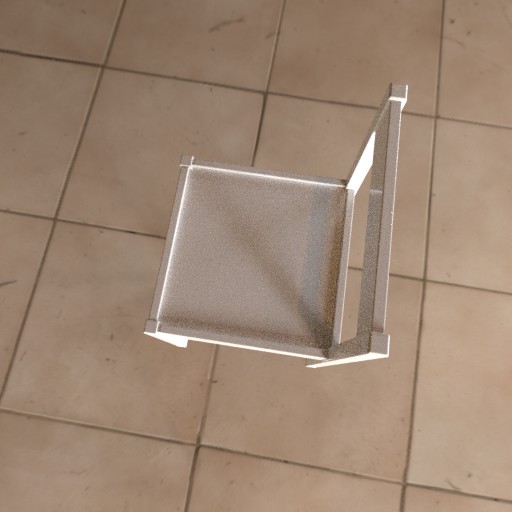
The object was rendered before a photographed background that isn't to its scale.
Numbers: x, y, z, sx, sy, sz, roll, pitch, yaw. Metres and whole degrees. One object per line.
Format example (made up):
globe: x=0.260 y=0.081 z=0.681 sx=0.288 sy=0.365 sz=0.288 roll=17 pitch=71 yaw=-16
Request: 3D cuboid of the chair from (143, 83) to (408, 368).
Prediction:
chair: x=0.000 y=0.000 z=0.678 sx=0.285 sy=0.505 sz=0.285 roll=8 pitch=75 yaw=2
